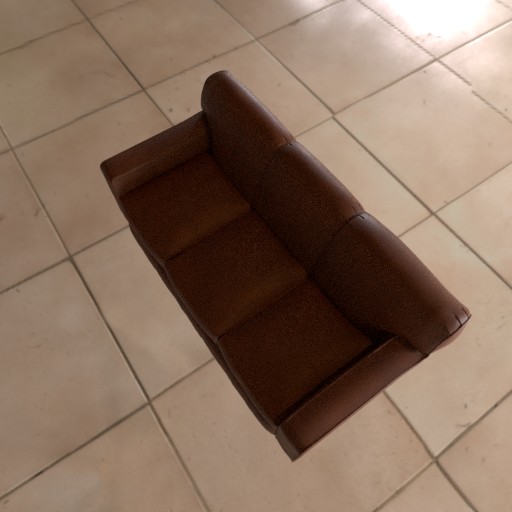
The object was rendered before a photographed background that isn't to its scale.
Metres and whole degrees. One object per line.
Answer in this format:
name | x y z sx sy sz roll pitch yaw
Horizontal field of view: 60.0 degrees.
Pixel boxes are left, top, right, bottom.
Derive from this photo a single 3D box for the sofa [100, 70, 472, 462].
sofa | 0.000 0.000 2.591 1.008 0.953 2.039 -32 67 -16
